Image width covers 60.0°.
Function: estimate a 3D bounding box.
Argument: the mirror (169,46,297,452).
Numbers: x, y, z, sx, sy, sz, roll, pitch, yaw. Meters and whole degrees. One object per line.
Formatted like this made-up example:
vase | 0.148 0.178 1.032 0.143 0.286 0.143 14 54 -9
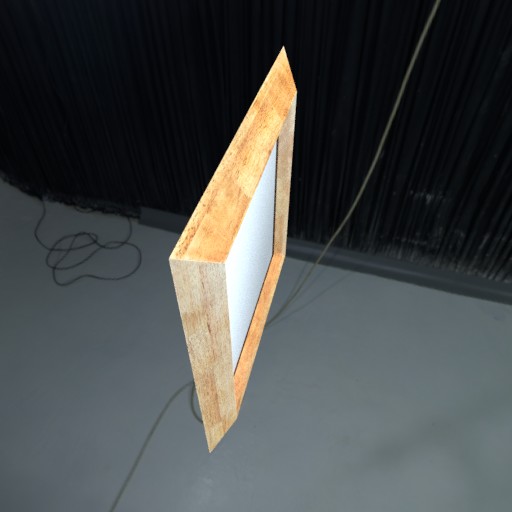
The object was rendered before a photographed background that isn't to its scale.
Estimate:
mirror | 0.000 0.000 0.981 0.047 0.651 0.651 11 48 10
